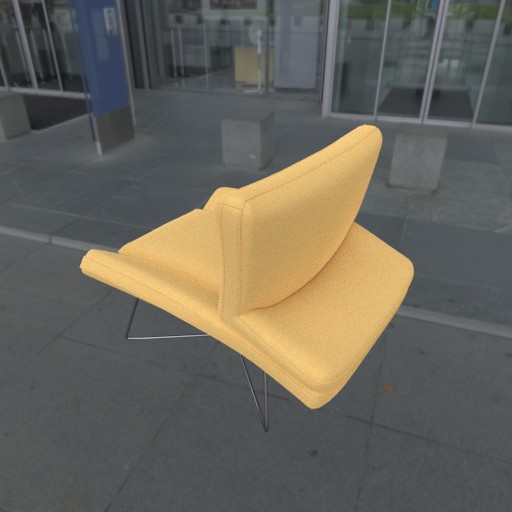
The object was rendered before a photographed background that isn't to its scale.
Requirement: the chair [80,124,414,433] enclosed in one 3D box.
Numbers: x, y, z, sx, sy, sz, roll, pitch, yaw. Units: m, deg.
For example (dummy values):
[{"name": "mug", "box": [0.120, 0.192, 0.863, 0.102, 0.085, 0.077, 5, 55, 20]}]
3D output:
[{"name": "chair", "box": [0.000, 0.000, 1.639, 1.008, 0.855, 0.859, 20, 36, 30]}]
